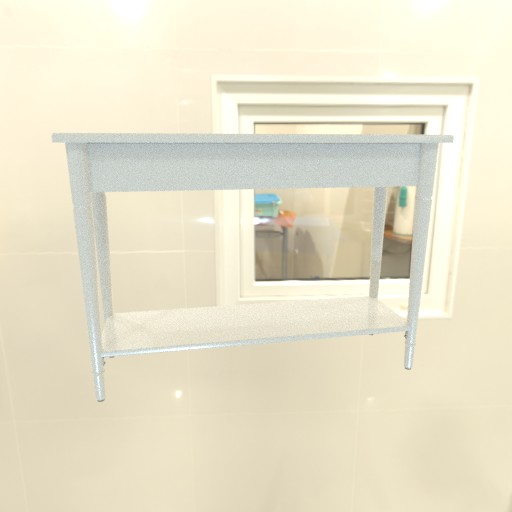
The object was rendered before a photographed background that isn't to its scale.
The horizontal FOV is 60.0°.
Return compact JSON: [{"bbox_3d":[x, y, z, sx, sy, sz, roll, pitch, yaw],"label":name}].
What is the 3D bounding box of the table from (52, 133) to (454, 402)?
[{"bbox_3d":[0.000,0.000,1.425,1.067,0.749,0.381,-3,14,-11],"label":"table"}]
